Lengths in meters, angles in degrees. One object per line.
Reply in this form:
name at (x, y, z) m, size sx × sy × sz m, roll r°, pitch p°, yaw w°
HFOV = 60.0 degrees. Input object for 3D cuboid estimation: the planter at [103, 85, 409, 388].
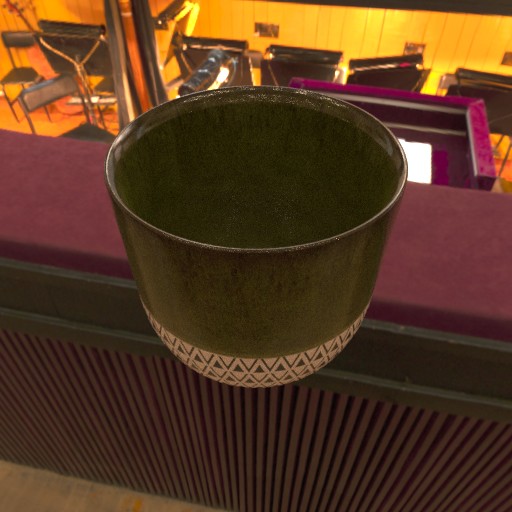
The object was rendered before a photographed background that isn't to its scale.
planter at (0.000, 0.000, 0.491) m, size 0.266 × 0.270 × 0.266 m, roll 0°, pitch 45°, yaw 0°
